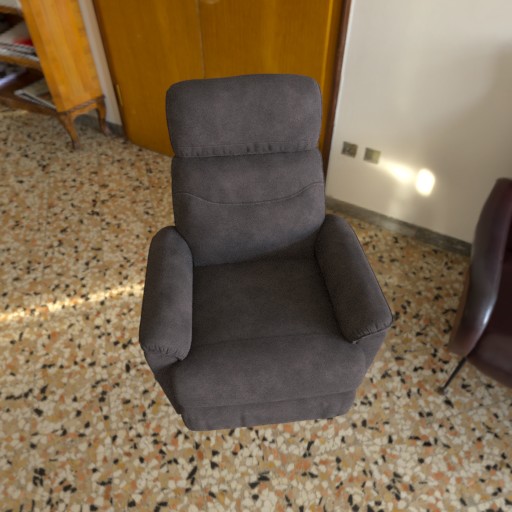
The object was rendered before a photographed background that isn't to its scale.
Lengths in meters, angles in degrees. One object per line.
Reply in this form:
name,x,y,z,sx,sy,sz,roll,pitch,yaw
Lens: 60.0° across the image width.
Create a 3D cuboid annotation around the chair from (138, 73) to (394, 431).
chair,0.000,0.000,1.722,0.830,1.035,1.009,-4,47,-4
